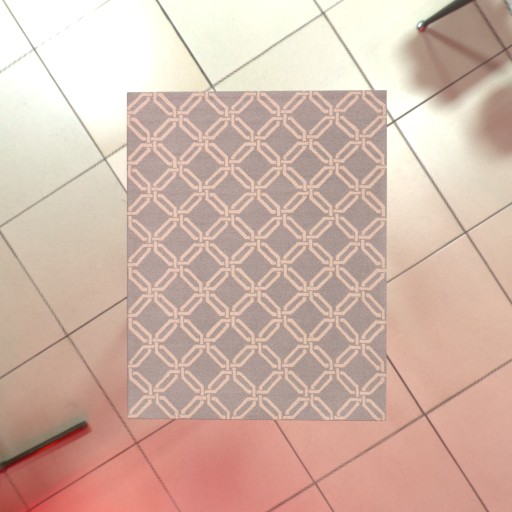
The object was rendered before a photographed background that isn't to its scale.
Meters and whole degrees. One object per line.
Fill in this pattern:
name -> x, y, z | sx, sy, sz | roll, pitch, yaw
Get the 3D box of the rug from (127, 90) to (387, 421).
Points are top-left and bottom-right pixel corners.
rug -> 0.000, 0.000, 3.903 | 2.288, 0.018, 2.895 | 0, 91, 1
